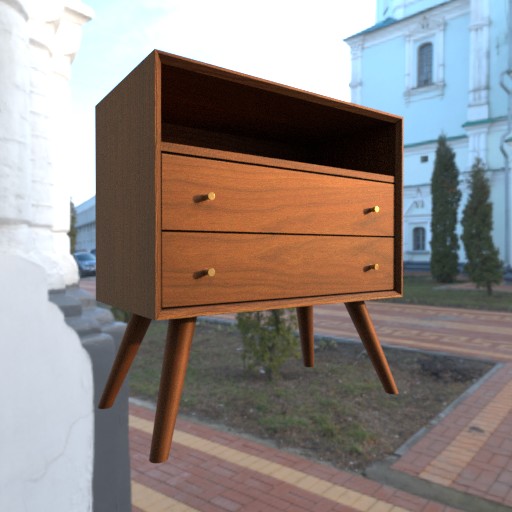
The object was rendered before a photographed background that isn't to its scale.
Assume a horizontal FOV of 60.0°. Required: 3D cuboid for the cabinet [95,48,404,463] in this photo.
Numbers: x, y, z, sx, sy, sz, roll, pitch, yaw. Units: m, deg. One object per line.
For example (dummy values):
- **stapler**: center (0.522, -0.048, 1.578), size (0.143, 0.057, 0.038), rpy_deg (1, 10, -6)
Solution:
- **cabinet**: center (0.000, 0.000, 1.152), size (0.712, 0.748, 0.388), rpy_deg (-1, 1, -35)
